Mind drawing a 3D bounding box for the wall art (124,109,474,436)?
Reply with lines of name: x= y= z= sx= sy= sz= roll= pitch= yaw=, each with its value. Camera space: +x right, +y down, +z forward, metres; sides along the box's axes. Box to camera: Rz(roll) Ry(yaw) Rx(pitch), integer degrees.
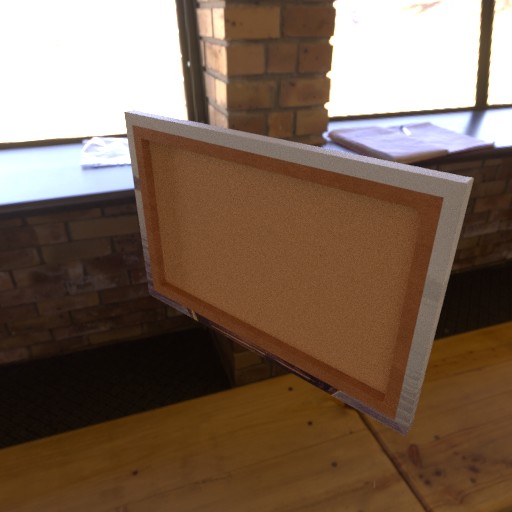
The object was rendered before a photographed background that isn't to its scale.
wall art: x=0.000 y=0.000 z=1.132 sx=0.916 sy=0.609 sz=0.037 roll=22 pitch=36 yaw=34
